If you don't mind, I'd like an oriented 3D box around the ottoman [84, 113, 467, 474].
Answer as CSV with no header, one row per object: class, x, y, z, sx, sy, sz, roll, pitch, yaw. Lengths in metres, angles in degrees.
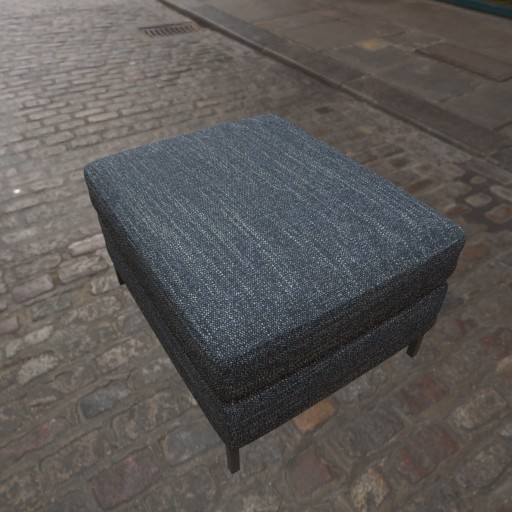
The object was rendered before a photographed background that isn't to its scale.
ottoman,0.000,0.000,1.236,0.667,0.491,0.814,-23,46,-24
